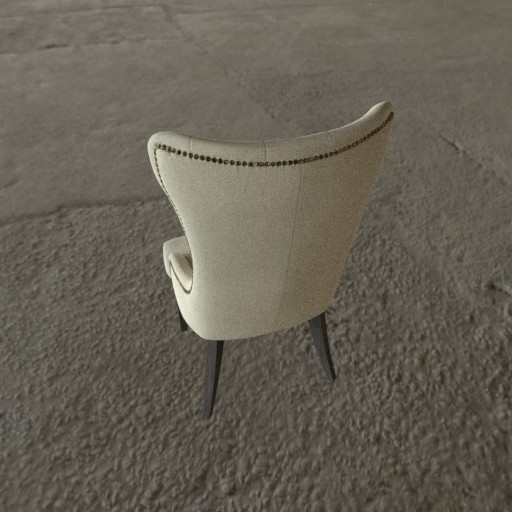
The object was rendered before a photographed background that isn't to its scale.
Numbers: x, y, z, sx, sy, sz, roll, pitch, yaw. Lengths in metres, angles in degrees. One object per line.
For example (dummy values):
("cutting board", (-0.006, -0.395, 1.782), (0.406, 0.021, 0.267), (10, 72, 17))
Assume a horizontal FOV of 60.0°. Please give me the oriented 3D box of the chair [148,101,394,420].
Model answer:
("chair", (0.000, 0.000, 1.427), (0.584, 1.065, 0.590), (-12, 41, -14))
